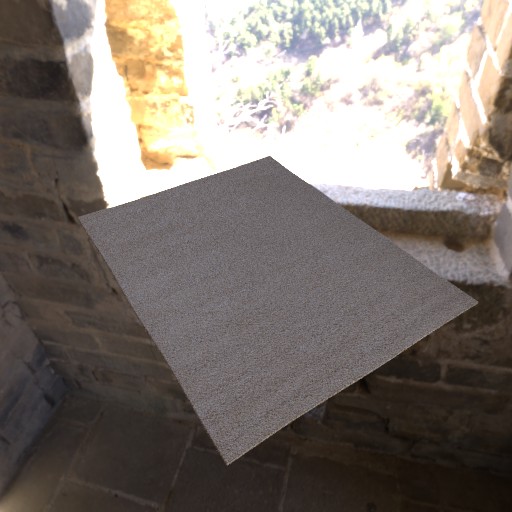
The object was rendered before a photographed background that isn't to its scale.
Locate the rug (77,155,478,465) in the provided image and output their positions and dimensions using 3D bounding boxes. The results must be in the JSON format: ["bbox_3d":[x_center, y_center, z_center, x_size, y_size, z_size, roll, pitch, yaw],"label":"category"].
[{"bbox_3d":[0.000,0.000,4.092,2.400,0.026,3.000,-23,46,-25],"label":"rug"}]
